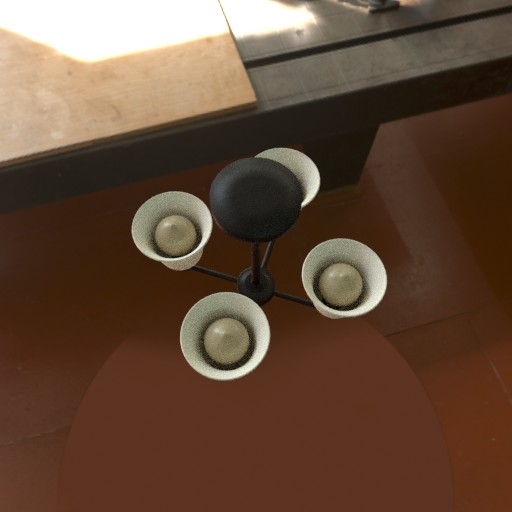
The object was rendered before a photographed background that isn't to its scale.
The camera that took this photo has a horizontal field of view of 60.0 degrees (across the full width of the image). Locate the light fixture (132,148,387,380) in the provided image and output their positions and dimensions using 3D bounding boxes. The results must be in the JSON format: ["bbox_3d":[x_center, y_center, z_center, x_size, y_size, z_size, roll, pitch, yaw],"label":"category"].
[{"bbox_3d":[0.000,0.000,1.848,1.069,0.925,1.069,17,66,8],"label":"light fixture"}]
